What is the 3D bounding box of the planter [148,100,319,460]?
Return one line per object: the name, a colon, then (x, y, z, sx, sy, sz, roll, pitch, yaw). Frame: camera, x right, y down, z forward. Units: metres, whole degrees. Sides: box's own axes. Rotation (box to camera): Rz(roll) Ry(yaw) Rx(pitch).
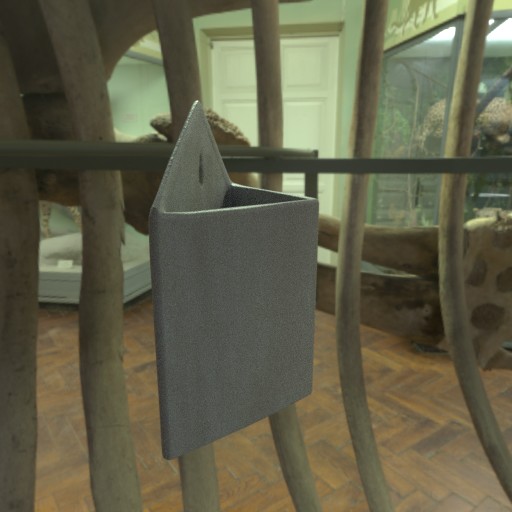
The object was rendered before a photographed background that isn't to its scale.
planter: (0.000, 0.000, 0.290, 0.080, 0.194, 0.163, 3, 15, 9)
